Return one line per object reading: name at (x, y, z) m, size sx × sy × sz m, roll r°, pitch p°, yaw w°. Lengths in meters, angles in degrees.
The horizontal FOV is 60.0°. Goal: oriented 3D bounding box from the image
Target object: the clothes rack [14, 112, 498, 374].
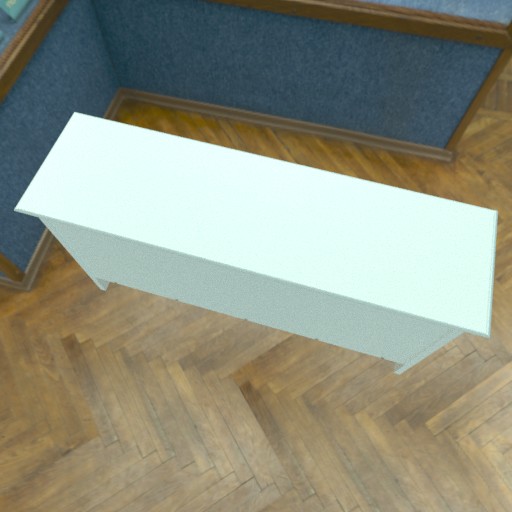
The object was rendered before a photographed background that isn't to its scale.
clothes rack at (0.000, 0.000, 1.294) m, size 1.120 × 0.531 × 0.324 m, roll 15°, pitch 65°, yaw 7°
